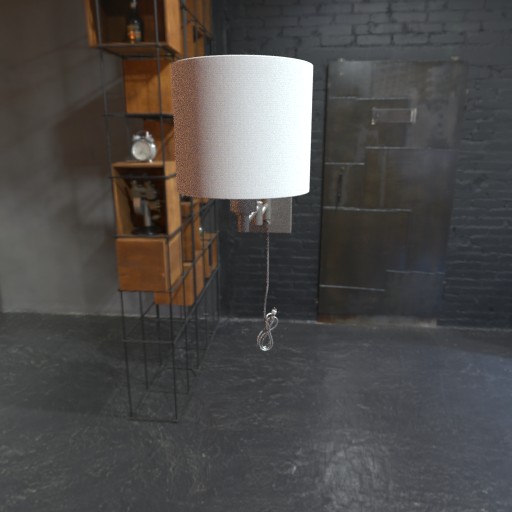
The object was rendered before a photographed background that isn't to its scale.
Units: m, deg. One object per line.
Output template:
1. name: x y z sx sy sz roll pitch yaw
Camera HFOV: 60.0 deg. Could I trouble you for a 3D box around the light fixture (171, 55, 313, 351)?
1. light fixture: 0.000 0.000 0.877 0.203 0.651 0.516 2 15 7
